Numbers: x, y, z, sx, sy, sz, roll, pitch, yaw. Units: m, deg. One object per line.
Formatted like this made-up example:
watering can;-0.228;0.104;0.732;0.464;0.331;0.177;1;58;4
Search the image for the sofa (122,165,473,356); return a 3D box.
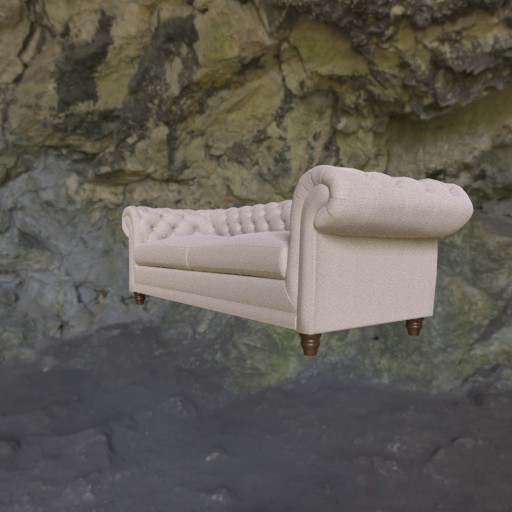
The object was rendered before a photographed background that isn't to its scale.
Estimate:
sofa;0.000;0.000;3.101;1.076;0.847;2.694;-1;2;-35
